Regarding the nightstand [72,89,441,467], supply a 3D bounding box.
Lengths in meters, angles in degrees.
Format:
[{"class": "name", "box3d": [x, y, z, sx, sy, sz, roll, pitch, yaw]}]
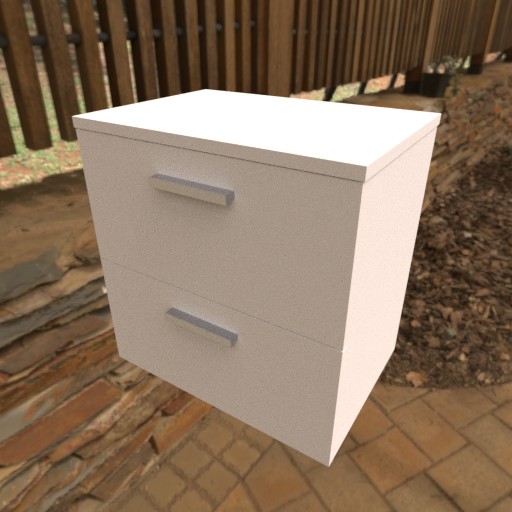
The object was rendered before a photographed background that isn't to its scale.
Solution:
[{"class": "nightstand", "box3d": [0.000, 0.000, 0.749, 0.441, 0.460, 0.325, 17, 33, 28]}]
